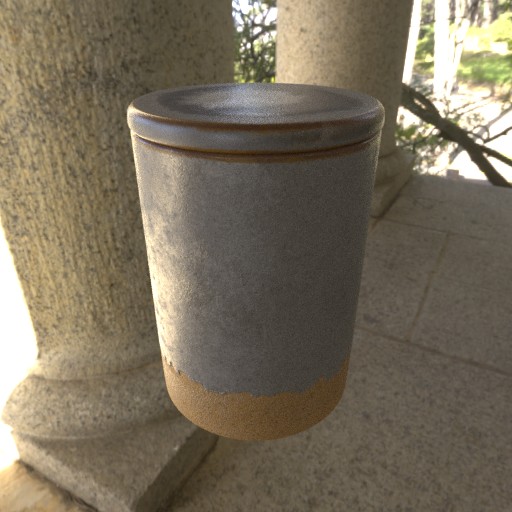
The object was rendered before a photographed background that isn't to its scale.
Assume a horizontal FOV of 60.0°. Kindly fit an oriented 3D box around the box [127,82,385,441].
[{"bbox_3d":[0.000,0.000,0.246,0.118,0.168,0.118,0,28,0],"label":"box"}]
